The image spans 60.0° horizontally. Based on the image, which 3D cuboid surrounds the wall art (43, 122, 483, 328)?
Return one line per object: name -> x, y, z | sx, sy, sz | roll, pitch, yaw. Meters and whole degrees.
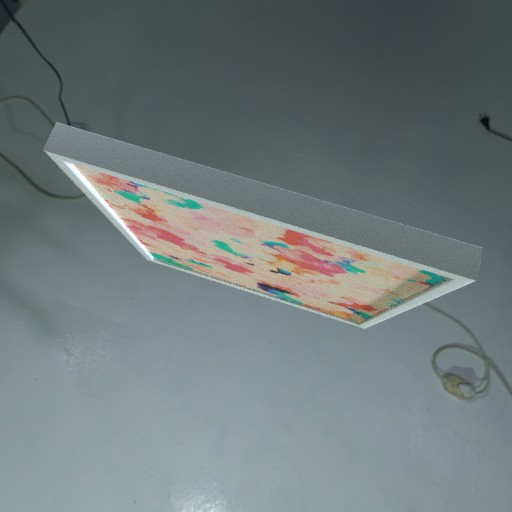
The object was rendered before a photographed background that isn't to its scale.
wall art -> 0.000, 0.000, 0.741 | 0.506, 0.505, 0.038 | 17, 76, 5
